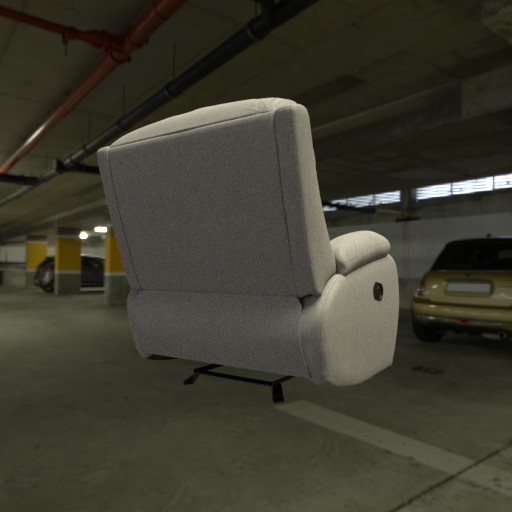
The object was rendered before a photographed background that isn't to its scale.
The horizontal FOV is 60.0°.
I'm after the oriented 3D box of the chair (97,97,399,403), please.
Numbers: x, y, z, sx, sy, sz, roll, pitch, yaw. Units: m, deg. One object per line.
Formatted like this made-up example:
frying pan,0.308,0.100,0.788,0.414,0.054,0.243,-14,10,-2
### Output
chair,0.000,0.000,1.796,0.930,1.011,0.899,-1,-2,34
